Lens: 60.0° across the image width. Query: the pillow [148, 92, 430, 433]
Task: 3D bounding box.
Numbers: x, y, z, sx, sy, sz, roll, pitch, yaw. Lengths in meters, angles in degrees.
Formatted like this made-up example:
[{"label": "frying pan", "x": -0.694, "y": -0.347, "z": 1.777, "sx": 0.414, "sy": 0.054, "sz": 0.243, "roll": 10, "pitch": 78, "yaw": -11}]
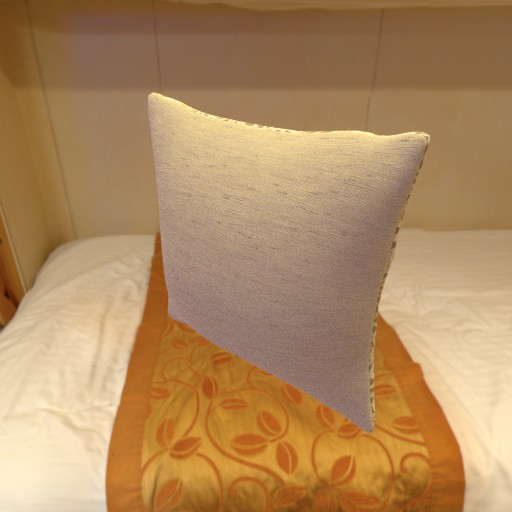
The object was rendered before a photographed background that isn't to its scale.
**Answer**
[{"label": "pillow", "x": 0.000, "y": 0.000, "z": 0.650, "sx": 0.438, "sy": 0.421, "sz": 0.167, "roll": 22, "pitch": 36, "yaw": 34}]
